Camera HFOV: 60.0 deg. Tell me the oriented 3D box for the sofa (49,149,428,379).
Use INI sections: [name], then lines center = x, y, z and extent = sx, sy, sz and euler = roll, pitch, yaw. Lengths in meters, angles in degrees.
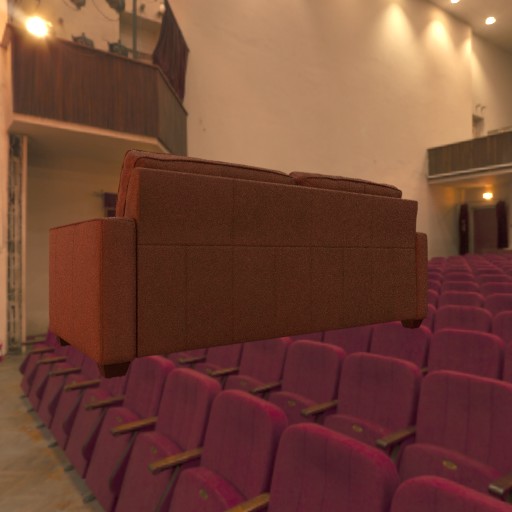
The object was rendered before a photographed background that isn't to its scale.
[sofa]
center = 0.000, 0.000, 2.566
extent = 2.080, 0.919, 0.940
euler = 0, 0, -36
